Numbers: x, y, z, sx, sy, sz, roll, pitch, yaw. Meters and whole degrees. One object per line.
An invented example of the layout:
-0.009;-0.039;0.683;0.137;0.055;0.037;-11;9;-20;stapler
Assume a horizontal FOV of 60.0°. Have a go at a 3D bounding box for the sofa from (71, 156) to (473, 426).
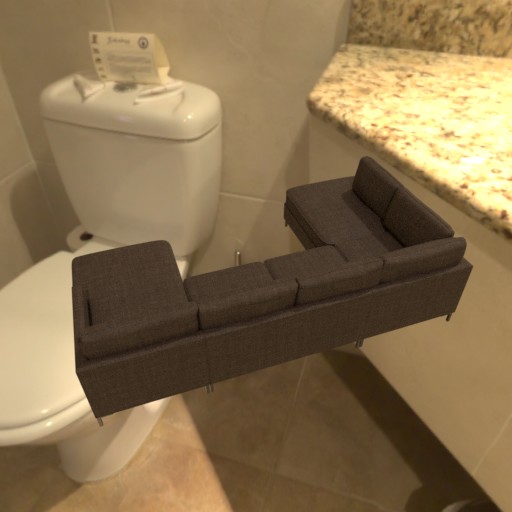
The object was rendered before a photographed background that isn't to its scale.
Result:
0.000;0.000;4.349;3.423;0.999;2.048;-13;42;-15;sofa
